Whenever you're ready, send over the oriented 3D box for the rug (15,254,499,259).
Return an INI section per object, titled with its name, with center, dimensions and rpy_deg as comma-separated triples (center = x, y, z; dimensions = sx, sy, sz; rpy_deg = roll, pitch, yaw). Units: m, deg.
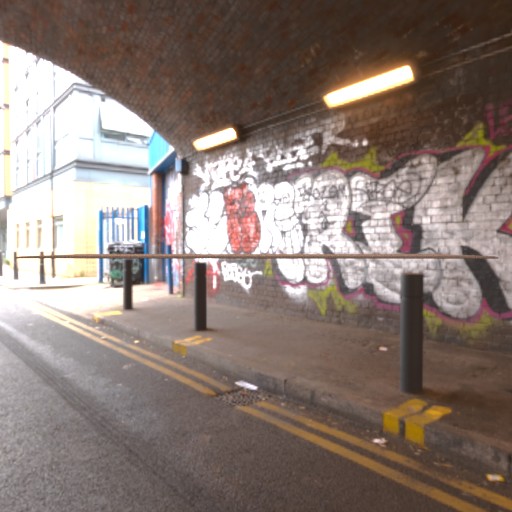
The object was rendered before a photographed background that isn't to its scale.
[rug]
center = 0.000, 0.000, 2.338
dimensions = 2.196, 0.011, 0.662
rpy_deg = 0, 1, 1
